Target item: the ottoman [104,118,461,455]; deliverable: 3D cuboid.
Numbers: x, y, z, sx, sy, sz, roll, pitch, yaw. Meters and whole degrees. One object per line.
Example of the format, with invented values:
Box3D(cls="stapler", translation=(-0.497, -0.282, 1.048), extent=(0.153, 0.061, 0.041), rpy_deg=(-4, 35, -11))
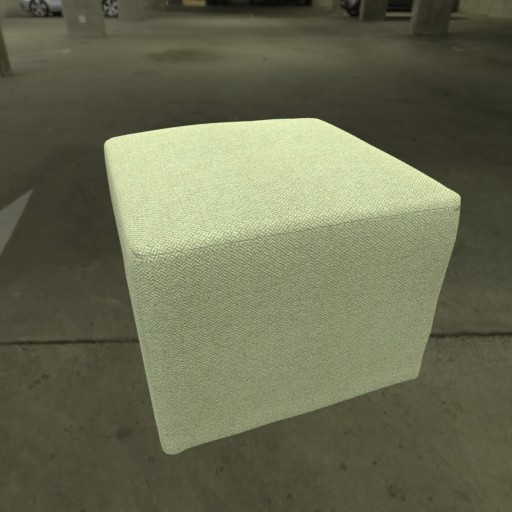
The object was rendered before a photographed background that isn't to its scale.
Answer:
Box3D(cls="ottoman", translation=(0.000, 0.000, 0.904), extent=(0.512, 0.453, 0.521), rpy_deg=(-11, 33, -17))
